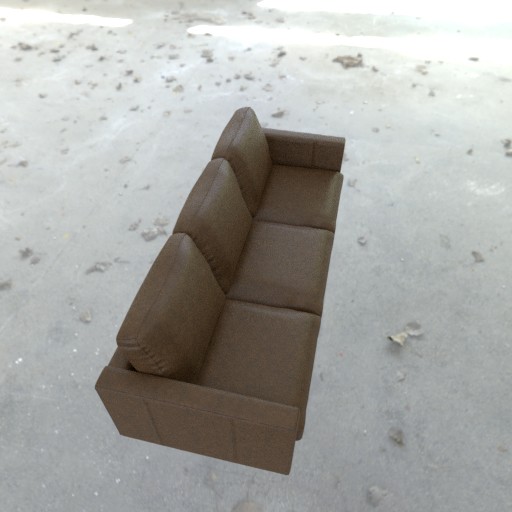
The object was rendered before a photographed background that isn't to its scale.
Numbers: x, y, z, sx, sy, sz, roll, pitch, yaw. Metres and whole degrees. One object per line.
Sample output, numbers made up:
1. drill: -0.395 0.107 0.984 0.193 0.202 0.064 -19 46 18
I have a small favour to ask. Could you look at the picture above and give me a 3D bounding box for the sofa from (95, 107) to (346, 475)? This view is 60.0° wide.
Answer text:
1. sofa: 0.000 0.000 2.721 0.903 0.930 2.231 9 47 9
